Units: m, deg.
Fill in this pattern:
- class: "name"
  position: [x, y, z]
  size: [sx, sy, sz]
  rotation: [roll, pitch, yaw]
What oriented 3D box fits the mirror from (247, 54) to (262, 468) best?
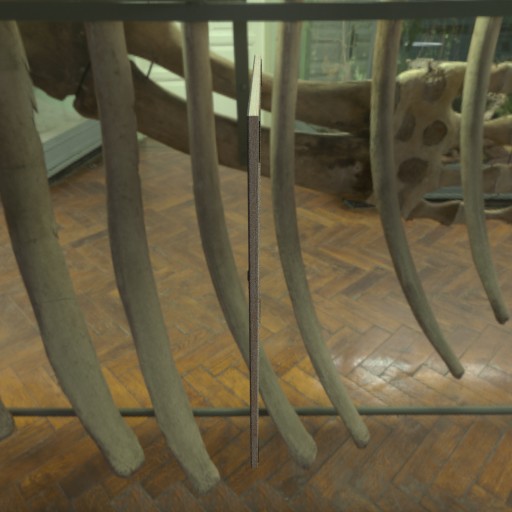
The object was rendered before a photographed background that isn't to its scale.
- class: "mirror"
  position: [0.000, 0.000, 1.305]
  size: [0.025, 0.996, 0.705]
  rotation: [0, 32, 1]
